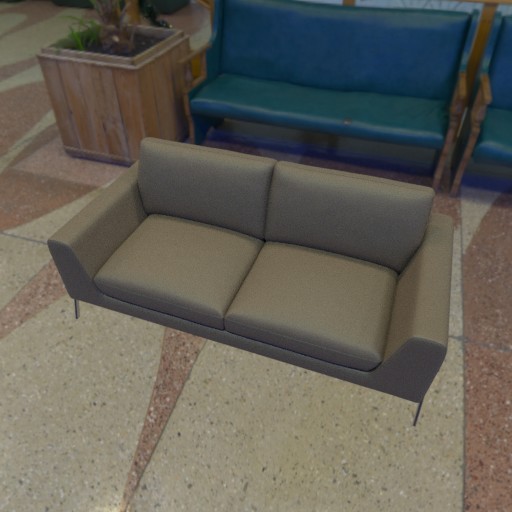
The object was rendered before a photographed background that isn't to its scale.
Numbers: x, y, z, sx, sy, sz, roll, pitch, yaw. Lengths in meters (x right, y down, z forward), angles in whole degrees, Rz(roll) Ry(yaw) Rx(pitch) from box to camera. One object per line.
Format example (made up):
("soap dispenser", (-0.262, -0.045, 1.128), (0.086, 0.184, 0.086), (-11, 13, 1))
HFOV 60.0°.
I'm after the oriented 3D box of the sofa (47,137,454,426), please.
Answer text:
("sofa", (0.000, 0.000, 2.484), (2.017, 0.875, 0.953), (14, 43, 15))
